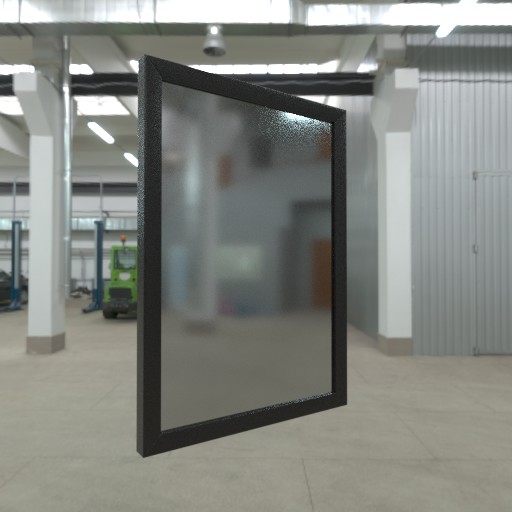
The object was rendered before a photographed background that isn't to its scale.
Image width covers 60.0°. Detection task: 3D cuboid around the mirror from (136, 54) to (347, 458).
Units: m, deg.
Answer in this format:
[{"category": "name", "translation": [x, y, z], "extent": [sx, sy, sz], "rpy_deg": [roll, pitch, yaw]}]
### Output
[{"category": "mirror", "translation": [0.000, 0.000, 0.939], "extent": [0.507, 0.710, 0.040], "rpy_deg": [1, -1, -35]}]
